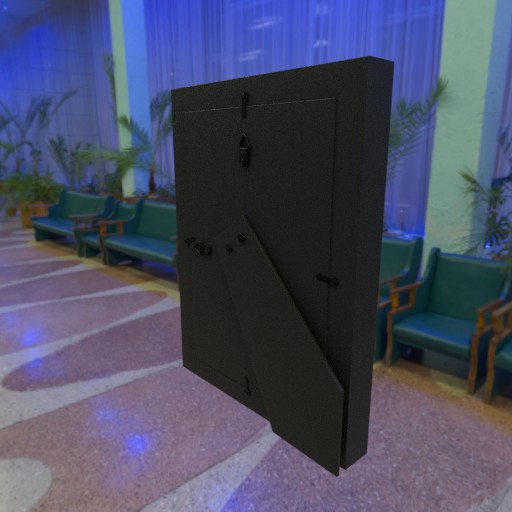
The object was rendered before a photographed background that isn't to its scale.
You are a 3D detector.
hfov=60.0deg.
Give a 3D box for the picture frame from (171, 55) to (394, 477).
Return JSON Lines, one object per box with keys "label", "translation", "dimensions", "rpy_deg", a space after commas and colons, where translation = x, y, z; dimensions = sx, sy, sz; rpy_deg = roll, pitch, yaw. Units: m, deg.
{"label": "picture frame", "translation": [0.000, 0.000, 0.275], "dimensions": [0.028, 0.208, 0.157], "rpy_deg": [-12, 19, -41]}
